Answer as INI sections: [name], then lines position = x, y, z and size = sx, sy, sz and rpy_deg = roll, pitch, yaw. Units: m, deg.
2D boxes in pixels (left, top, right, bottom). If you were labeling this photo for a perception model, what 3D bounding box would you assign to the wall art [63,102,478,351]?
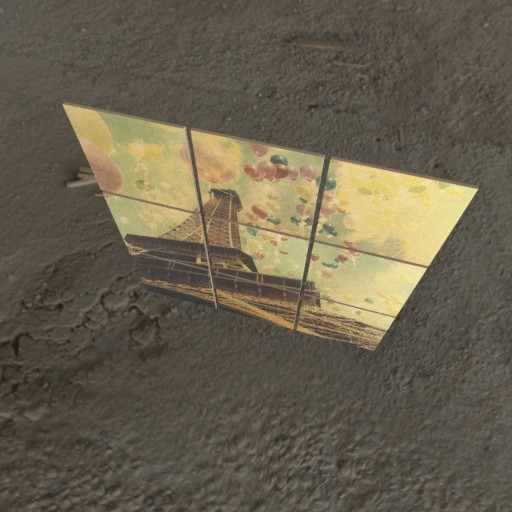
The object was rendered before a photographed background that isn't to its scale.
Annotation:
[wall art]
position = 0.000, 0.000, 1.774
size = 1.219, 1.218, 0.013
rpy_deg = 14, 59, 8
